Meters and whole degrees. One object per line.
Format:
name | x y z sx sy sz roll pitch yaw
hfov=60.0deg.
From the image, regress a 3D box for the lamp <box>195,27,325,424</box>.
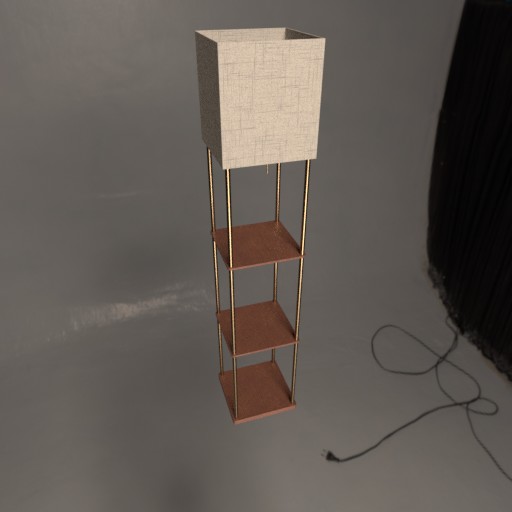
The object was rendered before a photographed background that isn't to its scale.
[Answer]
lamp | 0.000 0.000 1.744 0.310 1.569 0.308 -10 34 -15
